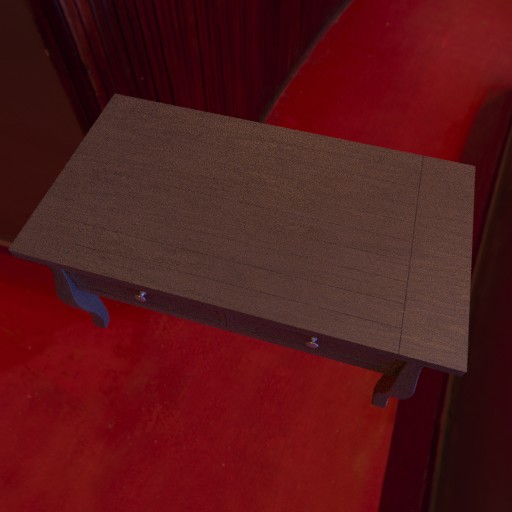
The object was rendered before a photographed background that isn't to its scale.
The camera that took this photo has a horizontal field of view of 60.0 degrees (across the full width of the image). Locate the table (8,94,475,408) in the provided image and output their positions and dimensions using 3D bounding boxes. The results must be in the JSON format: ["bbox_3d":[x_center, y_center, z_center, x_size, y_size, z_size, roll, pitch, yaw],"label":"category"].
[{"bbox_3d":[0.000,0.000,1.337,1.062,0.494,0.600,14,60,8],"label":"table"}]
